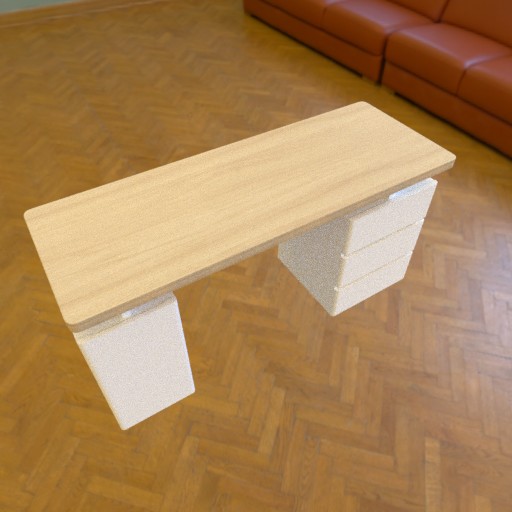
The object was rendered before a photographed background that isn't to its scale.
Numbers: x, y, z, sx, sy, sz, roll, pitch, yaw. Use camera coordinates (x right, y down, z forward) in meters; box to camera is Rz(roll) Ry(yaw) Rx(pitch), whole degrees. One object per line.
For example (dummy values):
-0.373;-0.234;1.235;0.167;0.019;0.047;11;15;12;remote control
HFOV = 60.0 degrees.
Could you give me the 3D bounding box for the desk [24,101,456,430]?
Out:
0.000;0.000;1.863;1.500;0.755;0.550;-24;50;-22;desk
